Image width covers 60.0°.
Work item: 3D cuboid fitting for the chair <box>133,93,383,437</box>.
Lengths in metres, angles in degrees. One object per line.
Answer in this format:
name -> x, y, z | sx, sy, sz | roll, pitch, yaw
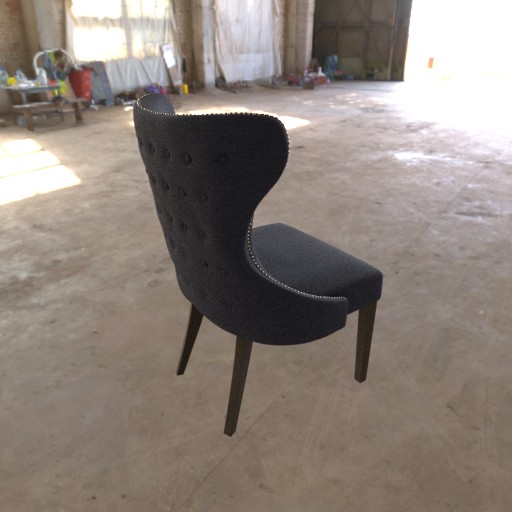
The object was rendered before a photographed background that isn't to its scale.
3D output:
chair -> 0.000, 0.000, 1.413 | 0.635, 0.967, 0.628 | -17, 31, -32
